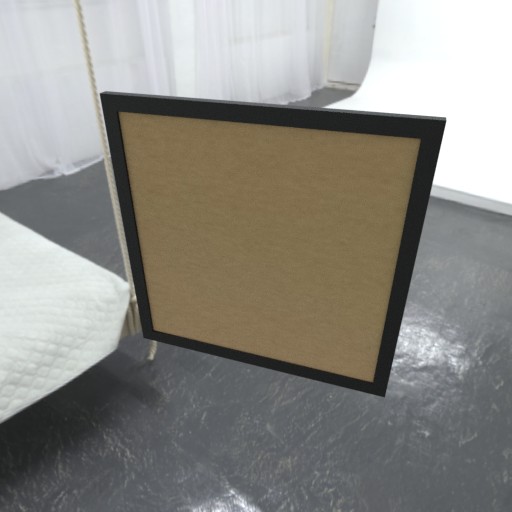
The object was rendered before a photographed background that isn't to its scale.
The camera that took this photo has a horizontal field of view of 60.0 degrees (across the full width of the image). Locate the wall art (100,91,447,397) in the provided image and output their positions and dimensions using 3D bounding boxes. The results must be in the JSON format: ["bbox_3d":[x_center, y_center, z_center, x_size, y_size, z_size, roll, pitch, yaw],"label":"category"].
[{"bbox_3d":[0.000,0.000,0.536,0.358,0.357,0.012,10,33,16],"label":"wall art"}]
